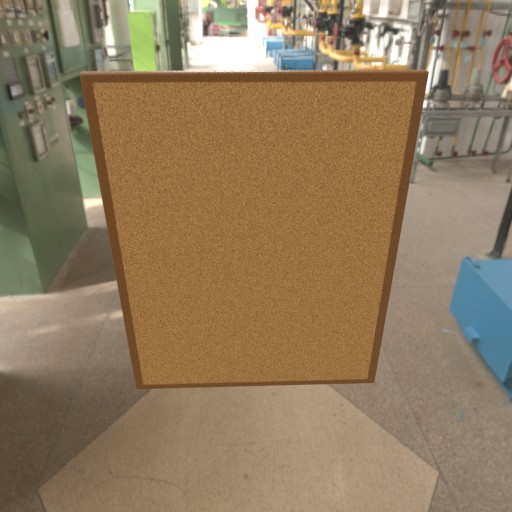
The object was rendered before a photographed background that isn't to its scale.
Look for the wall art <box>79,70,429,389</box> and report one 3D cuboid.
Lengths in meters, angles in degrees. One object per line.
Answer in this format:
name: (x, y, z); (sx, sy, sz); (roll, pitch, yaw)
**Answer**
wall art: (0.000, 0.000, 0.710); (0.449, 0.550, 0.021); (-1, 29, -2)
